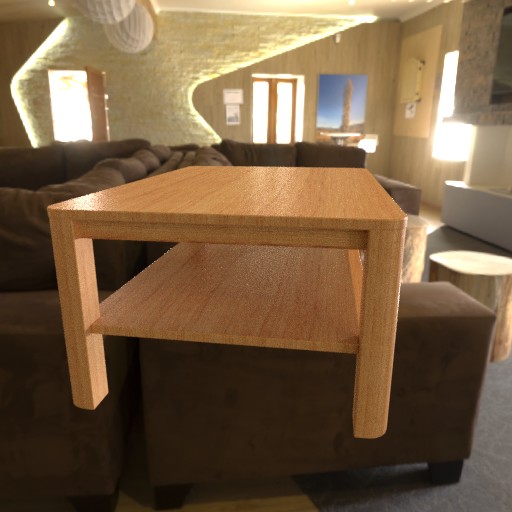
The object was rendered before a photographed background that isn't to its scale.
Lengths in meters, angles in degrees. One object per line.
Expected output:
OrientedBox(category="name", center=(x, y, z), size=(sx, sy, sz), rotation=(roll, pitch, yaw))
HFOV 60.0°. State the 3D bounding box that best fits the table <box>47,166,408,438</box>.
OrientedBox(category="table", center=(0.000, 0.000, 1.339), size=(0.696, 0.445, 0.997), rotation=(3, 16, 9))
